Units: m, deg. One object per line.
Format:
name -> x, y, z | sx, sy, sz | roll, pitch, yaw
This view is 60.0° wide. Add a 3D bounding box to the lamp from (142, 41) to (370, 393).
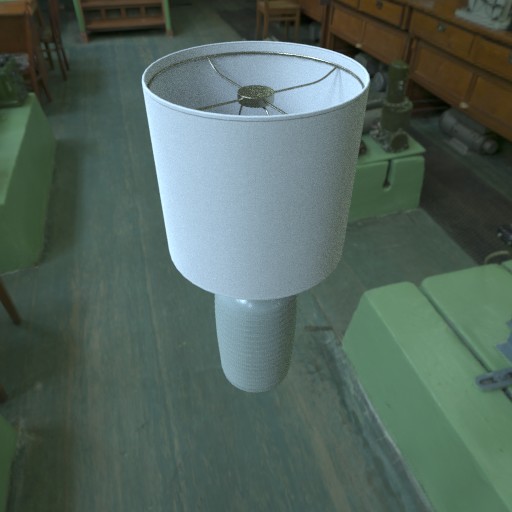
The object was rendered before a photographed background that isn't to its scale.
lamp -> 0.000, 0.000, 0.589 | 0.220, 0.475, 0.220 | -12, 42, -14
